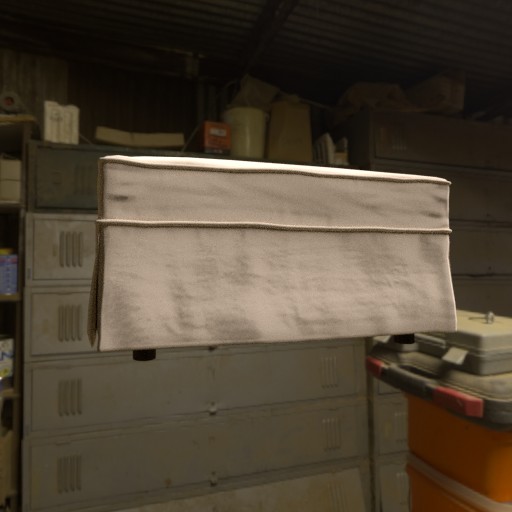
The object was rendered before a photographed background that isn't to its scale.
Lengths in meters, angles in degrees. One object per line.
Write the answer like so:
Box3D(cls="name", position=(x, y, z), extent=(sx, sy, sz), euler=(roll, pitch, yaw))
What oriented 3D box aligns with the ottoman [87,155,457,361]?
Box3D(cls="ottoman", position=(0.000, 0.000, 1.348), extent=(0.944, 0.479, 0.703), euler=(0, -1, -18))
